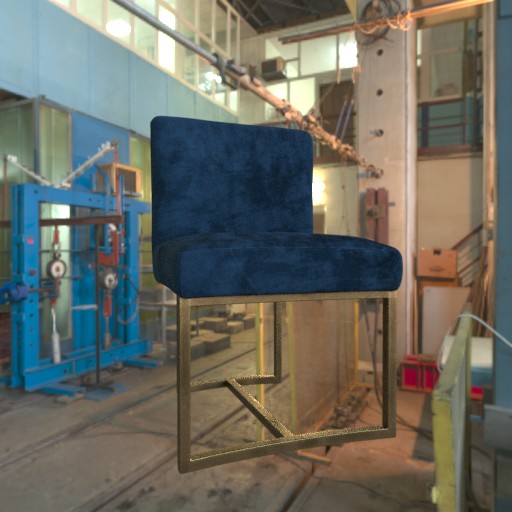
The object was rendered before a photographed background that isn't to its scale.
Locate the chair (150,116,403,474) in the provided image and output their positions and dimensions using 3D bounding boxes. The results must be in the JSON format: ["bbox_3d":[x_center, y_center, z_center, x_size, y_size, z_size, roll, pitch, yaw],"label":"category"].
[{"bbox_3d":[0.000,0.000,1.165,0.530,0.824,0.560,0,1,-20],"label":"chair"}]
